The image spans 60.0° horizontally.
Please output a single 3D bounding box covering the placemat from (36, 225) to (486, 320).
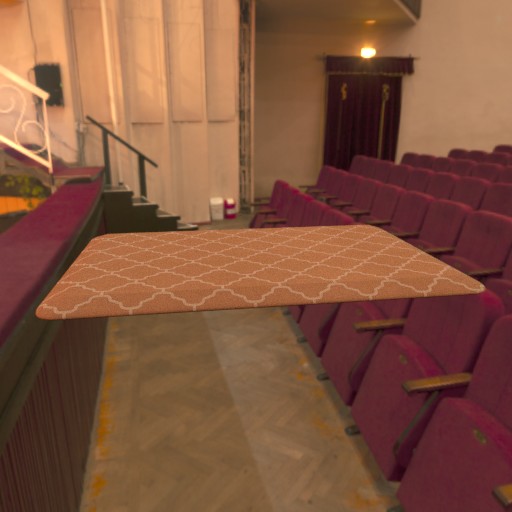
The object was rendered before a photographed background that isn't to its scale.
[{"bbox_3d":[0.000,0.000,0.952,0.762,0.021,0.508,-3,17,-8],"label":"placemat"}]
